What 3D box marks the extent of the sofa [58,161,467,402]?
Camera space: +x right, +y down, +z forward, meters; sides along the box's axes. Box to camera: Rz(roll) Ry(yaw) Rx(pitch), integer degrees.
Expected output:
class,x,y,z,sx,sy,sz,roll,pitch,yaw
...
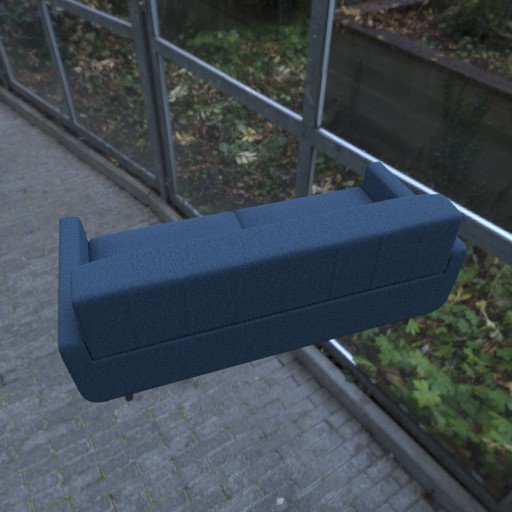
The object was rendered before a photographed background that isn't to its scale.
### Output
class,x,y,z,sx,sy,sz,roll,pitch,yaw
sofa,0.000,0.000,2.516,2.055,0.884,0.942,-12,44,-13
